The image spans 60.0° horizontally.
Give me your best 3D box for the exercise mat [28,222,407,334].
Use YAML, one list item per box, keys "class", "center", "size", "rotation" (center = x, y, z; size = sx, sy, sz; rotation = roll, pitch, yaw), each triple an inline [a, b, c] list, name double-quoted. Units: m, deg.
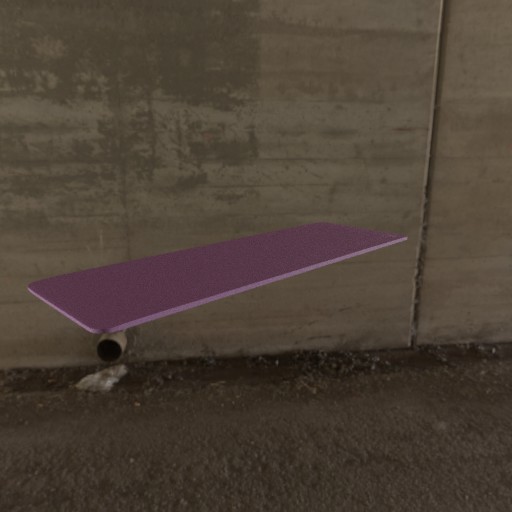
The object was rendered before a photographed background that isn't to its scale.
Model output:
- class: "exercise mat"
  center: [0.000, 0.000, 2.101]
  size: [1.869, 0.021, 0.616]
  rotation: [-14, 20, -42]
